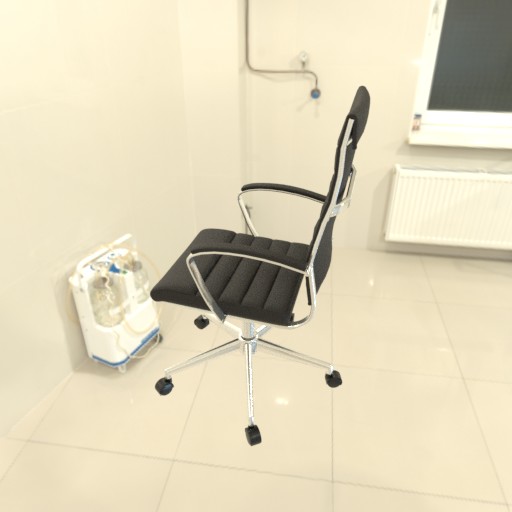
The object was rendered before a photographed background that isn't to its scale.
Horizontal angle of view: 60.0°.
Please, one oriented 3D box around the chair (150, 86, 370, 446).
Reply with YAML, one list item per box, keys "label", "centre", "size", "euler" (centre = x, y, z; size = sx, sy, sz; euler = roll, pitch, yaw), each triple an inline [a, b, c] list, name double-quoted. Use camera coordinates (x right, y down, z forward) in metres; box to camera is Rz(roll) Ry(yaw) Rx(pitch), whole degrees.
- label: "chair"
  centre: [0.000, 0.000, 1.639]
  size: [0.739, 1.149, 0.766]
  euler: [8, 31, 13]
